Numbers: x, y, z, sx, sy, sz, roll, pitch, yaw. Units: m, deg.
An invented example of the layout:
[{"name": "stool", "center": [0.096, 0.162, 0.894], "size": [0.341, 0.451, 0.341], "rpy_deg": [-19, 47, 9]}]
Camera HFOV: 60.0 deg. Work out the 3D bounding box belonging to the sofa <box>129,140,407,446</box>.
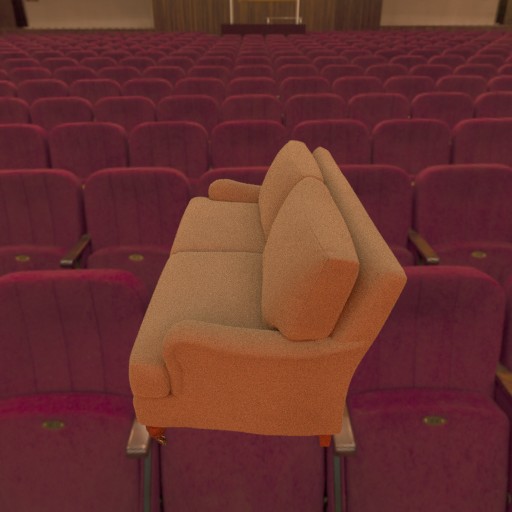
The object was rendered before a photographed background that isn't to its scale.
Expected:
[{"name": "sofa", "center": [0.000, 0.000, 2.652], "size": [1.091, 0.997, 2.070], "rpy_deg": [0, 27, 0]}]
